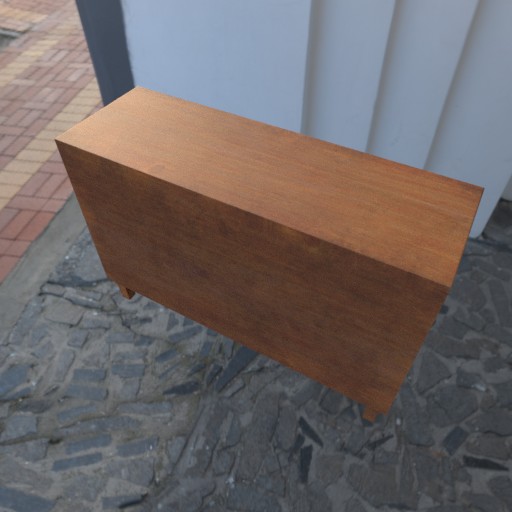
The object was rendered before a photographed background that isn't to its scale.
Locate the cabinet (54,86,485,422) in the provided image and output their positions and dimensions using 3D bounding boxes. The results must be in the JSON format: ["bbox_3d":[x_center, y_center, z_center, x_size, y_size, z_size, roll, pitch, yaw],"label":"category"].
[{"bbox_3d":[0.000,0.000,1.582,1.204,0.805,0.403,22,51,19],"label":"cabinet"}]
